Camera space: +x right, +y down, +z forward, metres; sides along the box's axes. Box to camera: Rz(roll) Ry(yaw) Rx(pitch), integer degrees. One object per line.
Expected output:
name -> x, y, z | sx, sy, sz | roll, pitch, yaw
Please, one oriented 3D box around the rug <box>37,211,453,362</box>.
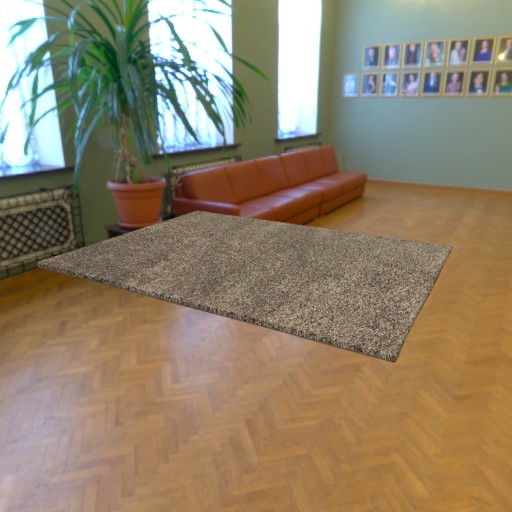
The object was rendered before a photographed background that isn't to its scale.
rug -> 0.000, 0.000, 2.120 | 1.601, 0.025, 1.198 | 10, 21, 28
